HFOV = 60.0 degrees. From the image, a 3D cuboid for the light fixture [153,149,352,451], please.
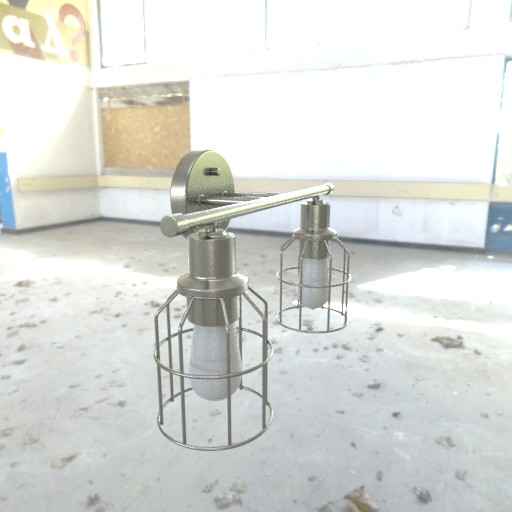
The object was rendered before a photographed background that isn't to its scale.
[{"bbox_3d":[0.000,0.000,0.542,0.165,0.254,0.406,6,15,26],"label":"light fixture"}]
